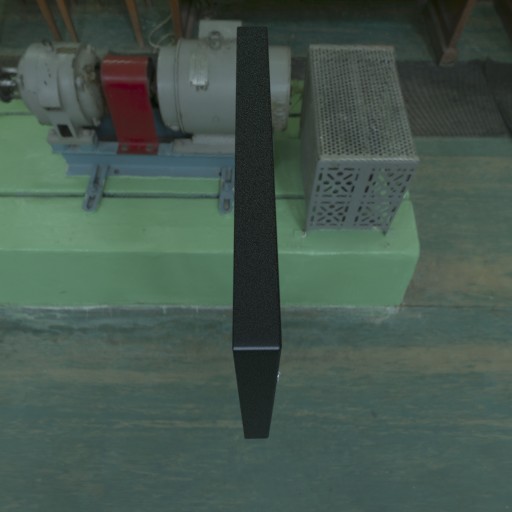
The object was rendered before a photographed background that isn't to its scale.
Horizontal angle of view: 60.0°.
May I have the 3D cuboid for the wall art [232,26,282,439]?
[{"bbox_3d":[0.000,0.000,0.605,0.041,0.407,0.406,-1,59,0],"label":"wall art"}]
